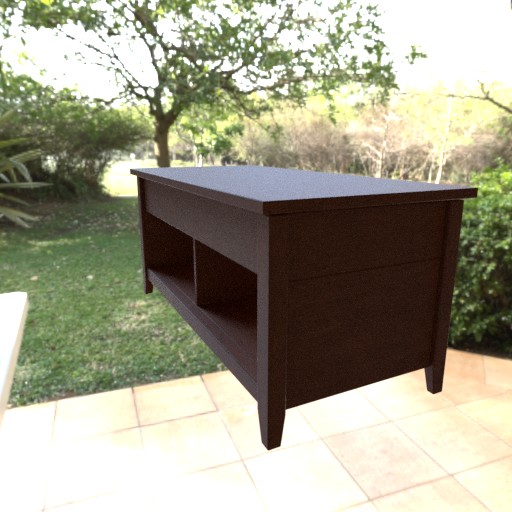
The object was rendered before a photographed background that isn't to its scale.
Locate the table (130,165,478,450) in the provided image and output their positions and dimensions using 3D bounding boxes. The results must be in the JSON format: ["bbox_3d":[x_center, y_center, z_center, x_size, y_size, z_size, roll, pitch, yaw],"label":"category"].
[{"bbox_3d":[0.000,0.000,1.273,0.483,0.457,1.016,-7,16,-26],"label":"table"}]
